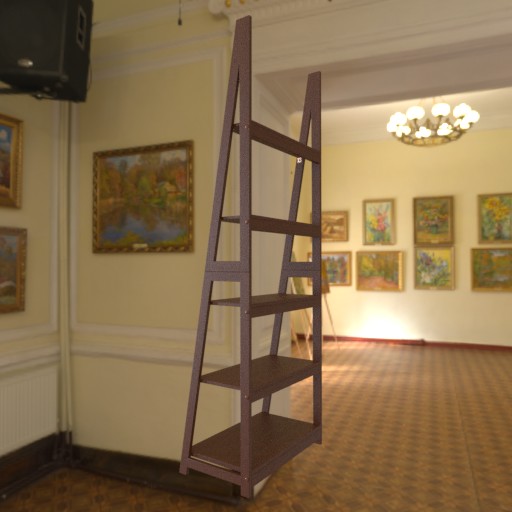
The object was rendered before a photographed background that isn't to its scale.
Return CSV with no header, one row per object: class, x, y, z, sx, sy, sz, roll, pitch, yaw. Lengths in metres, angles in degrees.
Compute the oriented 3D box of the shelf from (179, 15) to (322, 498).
shelf,0.000,0.000,1.966,0.350,1.770,0.600,-1,-1,35
